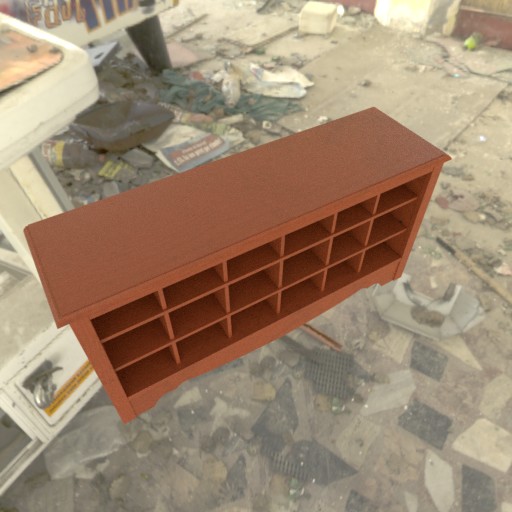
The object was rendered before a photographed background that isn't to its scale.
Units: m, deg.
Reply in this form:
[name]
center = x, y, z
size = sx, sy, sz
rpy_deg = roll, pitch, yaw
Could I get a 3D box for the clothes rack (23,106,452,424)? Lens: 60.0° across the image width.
[clothes rack]
center = 0.000, 0.000, 1.518
size = 1.251, 0.594, 0.362
rpy_deg = -24, 52, -20
